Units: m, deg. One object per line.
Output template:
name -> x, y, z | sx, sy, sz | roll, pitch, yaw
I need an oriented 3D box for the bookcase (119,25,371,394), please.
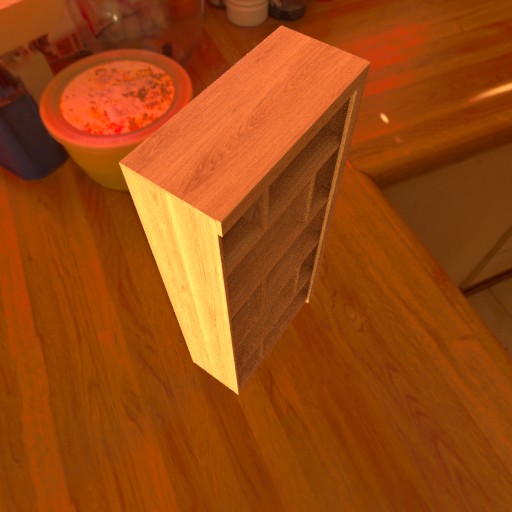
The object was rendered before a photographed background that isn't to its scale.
bookcase -> 0.000, 0.000, 2.443 | 0.420, 2.020, 0.950 | 31, 63, 18
